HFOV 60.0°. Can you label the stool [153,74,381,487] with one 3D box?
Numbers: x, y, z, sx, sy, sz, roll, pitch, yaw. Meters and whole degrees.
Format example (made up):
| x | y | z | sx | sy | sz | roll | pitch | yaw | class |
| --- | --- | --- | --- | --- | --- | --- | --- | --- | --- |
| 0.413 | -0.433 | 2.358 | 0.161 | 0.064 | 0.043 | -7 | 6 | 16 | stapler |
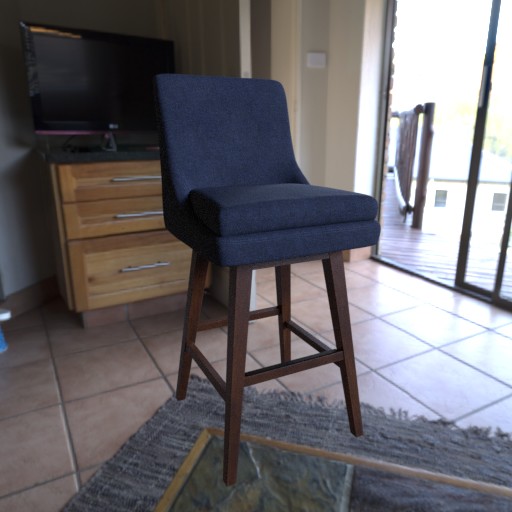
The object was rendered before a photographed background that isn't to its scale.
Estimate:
| x | y | z | sx | sy | sz | roll | pitch | yaw | class |
| --- | --- | --- | --- | --- | --- | --- | --- | --- | --- |
| 0.000 | 0.000 | 1.350 | 0.489 | 1.068 | 0.572 | -8 | 18 | -26 | stool |
